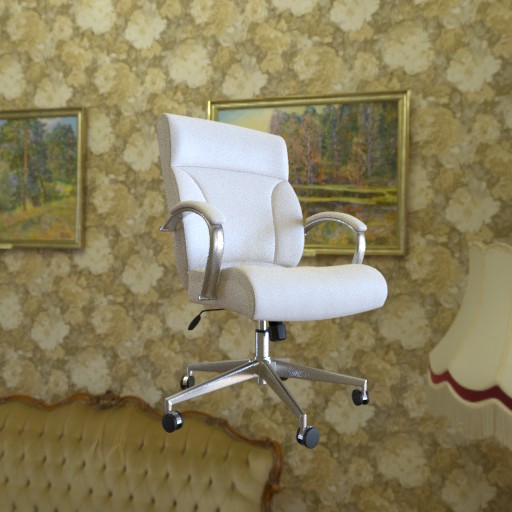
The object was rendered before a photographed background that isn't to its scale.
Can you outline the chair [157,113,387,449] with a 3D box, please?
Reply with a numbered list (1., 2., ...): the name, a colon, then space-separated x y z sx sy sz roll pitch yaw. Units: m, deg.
1. chair: 0.000 0.000 1.604 0.727 1.099 0.745 0 0 -35
